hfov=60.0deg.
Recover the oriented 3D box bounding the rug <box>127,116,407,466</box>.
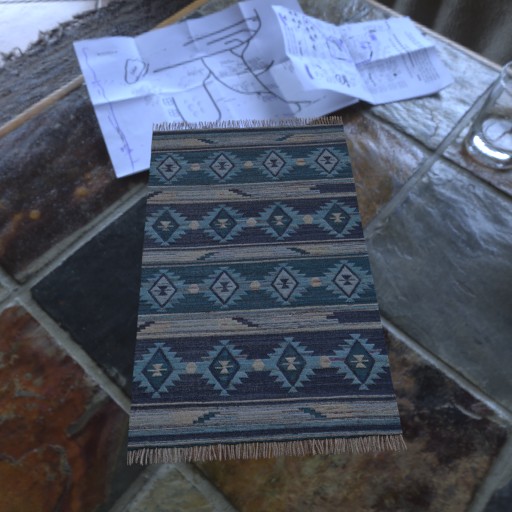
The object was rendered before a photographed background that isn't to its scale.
[{"bbox_3d":[0.000,0.000,2.307,1.181,0.028,1.936,-2,62,-1],"label":"rug"}]
